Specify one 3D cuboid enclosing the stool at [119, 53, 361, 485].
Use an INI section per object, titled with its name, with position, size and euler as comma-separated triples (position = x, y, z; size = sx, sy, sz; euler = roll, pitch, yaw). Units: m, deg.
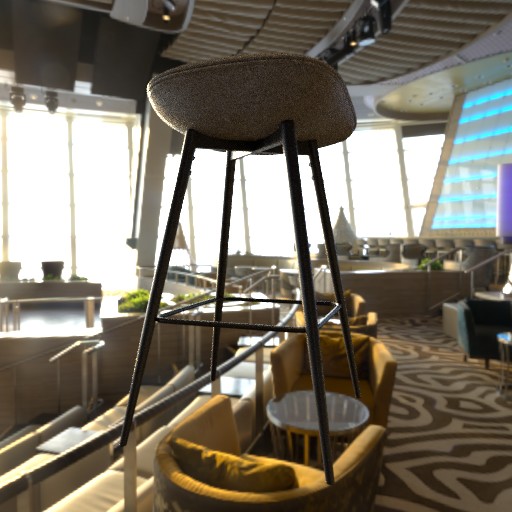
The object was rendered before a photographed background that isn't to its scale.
[stool]
position = 0.000, 0.000, 1.095
size = 0.469, 0.814, 0.480
euler = 1, 2, 19
